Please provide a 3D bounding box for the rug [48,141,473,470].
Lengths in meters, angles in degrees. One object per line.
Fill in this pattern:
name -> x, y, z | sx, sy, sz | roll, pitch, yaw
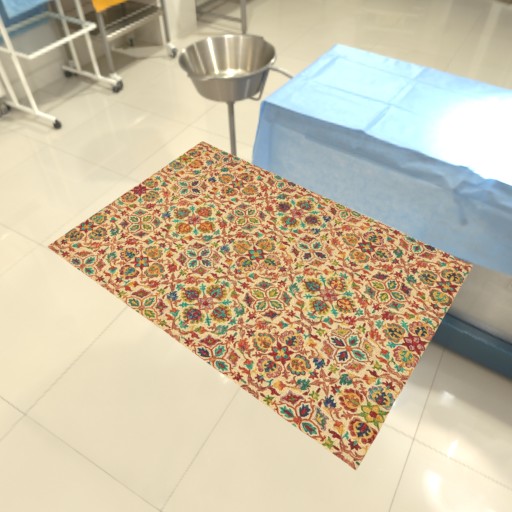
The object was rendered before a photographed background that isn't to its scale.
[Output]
rug -> 0.000, 0.000, 2.295 | 1.838, 0.013, 1.226 | 29, 54, 24
